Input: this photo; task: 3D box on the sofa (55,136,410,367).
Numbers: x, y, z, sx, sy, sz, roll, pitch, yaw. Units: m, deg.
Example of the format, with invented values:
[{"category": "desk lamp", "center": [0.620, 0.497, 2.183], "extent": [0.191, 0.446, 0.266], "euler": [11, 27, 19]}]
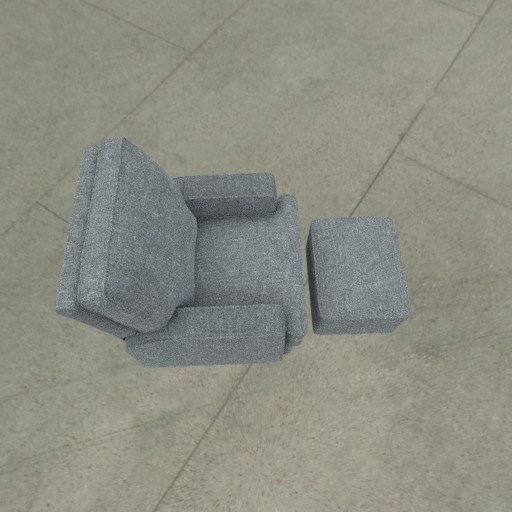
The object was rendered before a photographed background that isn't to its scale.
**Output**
[{"category": "sofa", "center": [0.000, 0.000, 2.079], "extent": [1.472, 0.959, 0.861], "euler": [-2, 64, -1]}]
